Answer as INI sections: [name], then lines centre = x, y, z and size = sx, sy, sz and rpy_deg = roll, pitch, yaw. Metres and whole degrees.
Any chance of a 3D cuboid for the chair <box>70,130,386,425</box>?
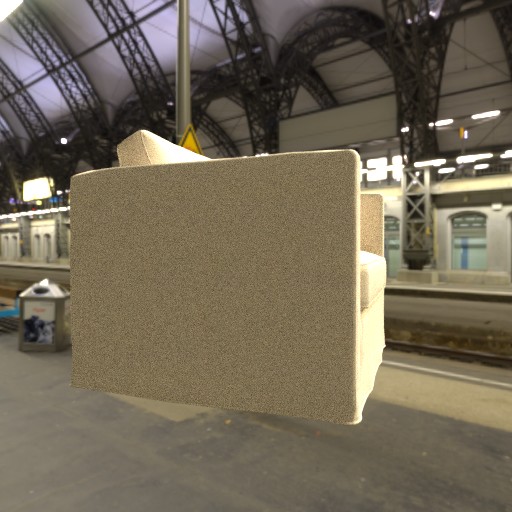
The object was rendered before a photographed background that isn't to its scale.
[chair]
centre = 0.000, 0.000, 1.756
size = 0.947, 0.851, 1.057
rpy_deg = 0, 1, 20
